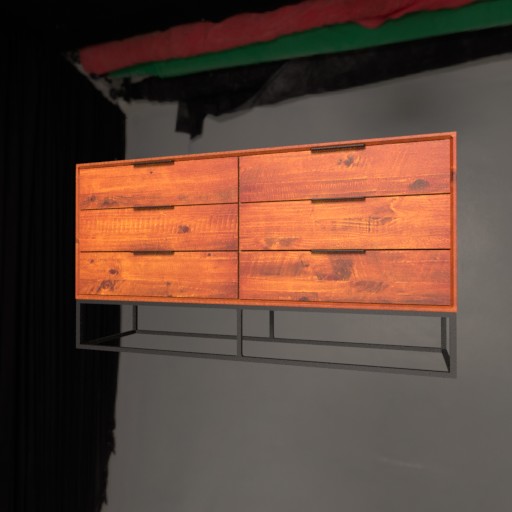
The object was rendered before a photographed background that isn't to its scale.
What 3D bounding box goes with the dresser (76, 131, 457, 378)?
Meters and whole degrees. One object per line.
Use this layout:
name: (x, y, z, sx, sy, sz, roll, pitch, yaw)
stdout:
dresser: (0.000, 0.000, 1.898, 1.536, 0.810, 0.464, 0, -1, 19)
